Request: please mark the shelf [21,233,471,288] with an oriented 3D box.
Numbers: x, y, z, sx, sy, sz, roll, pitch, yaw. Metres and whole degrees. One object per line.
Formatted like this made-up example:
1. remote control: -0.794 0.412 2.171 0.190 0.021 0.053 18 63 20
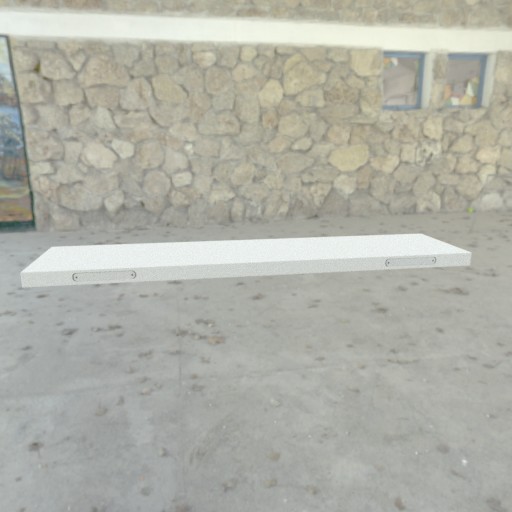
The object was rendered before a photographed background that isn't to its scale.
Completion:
1. shelf: 0.000 0.000 0.662 0.610 0.020 0.140 -2 15 -9
